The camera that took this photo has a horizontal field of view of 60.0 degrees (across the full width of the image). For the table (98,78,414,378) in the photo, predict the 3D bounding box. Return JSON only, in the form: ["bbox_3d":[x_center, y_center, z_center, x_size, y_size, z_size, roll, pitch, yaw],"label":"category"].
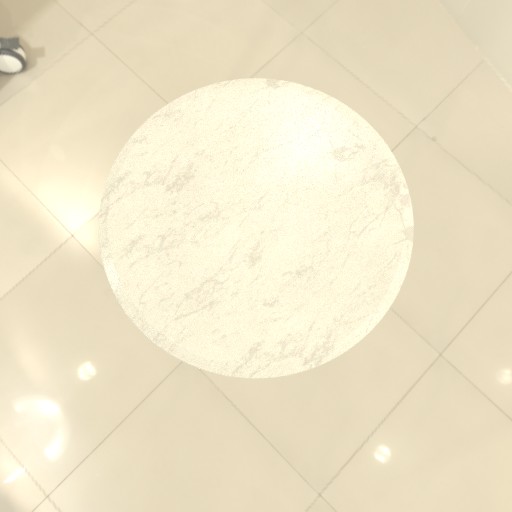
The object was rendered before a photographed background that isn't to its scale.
[{"bbox_3d":[0.000,0.000,0.785,0.407,0.447,0.407,0,76,0],"label":"table"}]
